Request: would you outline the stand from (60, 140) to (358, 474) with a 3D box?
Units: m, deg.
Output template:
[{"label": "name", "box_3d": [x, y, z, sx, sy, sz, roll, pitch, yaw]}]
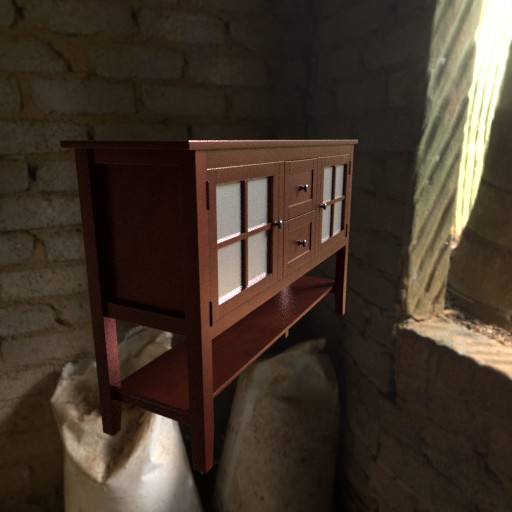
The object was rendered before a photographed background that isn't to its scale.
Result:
[{"label": "stand", "box_3d": [0.000, 0.000, 1.722, 0.410, 0.872, 1.362, 8, 17, 26]}]
